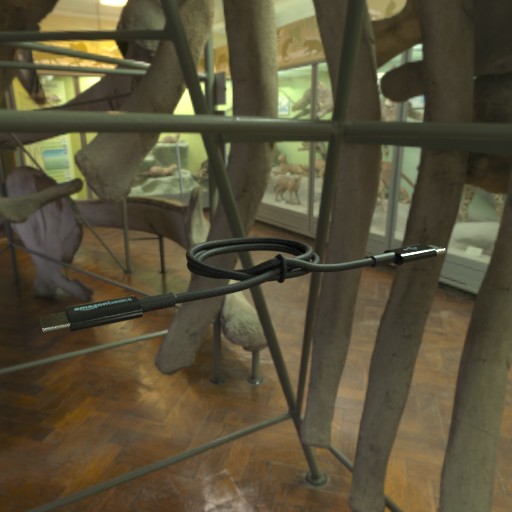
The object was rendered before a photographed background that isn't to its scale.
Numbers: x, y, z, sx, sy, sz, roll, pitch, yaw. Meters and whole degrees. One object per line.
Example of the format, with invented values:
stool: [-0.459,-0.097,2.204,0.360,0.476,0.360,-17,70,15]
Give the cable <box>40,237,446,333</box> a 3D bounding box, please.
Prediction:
cable: [0.000,0.000,0.225,0.203,0.014,0.070,-9,19,-28]
